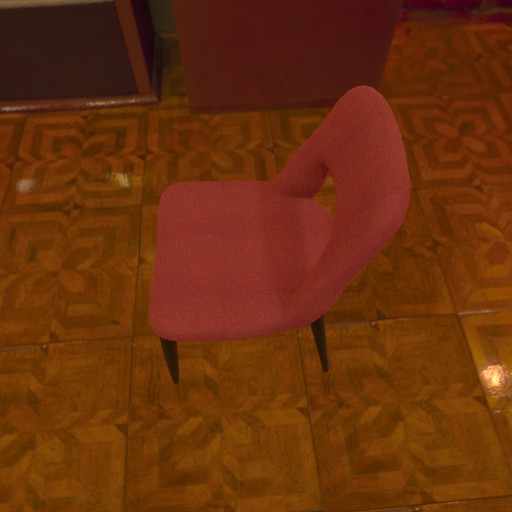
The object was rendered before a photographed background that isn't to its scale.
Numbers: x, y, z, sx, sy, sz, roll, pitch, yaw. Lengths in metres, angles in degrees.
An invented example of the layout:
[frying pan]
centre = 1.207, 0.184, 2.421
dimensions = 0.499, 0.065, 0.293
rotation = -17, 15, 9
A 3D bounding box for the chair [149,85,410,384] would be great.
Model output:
[chair]
centre = 0.000, 0.000, 1.213
dimensions = 0.569, 0.892, 0.483
rotation = -2, 59, -1
